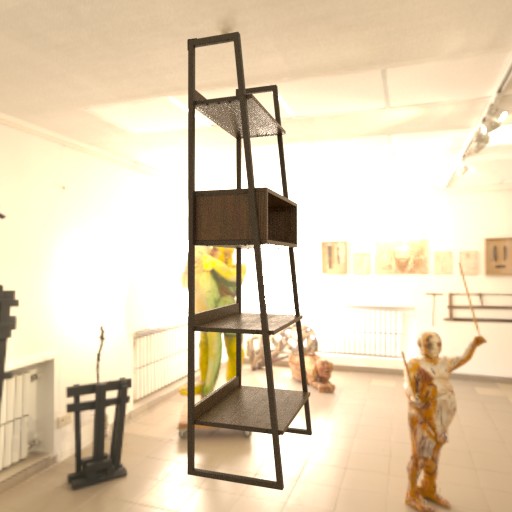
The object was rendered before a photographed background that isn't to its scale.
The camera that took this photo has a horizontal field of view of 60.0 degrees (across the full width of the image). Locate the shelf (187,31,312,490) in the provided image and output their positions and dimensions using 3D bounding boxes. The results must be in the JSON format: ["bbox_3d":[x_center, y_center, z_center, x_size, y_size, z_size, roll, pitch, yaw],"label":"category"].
[{"bbox_3d":[0.000,0.000,2.277,0.454,2.005,0.652,0,-1,18],"label":"shelf"}]
